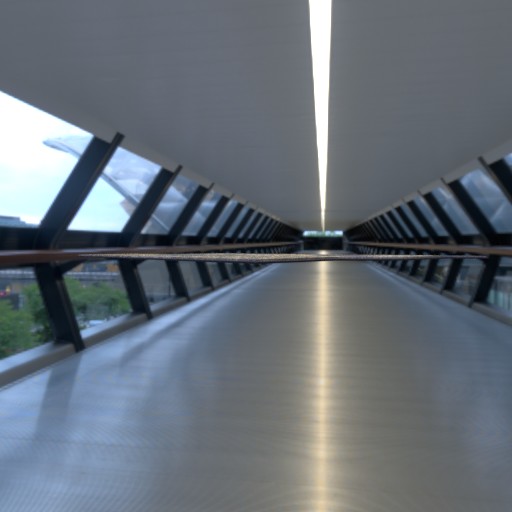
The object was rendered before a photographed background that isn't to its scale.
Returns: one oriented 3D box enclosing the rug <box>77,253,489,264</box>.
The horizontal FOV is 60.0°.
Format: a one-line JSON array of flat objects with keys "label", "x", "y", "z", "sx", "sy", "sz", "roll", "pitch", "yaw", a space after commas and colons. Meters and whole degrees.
[{"label": "rug", "x": 0.000, "y": 0.000, "z": 4.749, "sx": 2.716, "sy": 0.035, "sz": 3.612, "roll": -1, "pitch": 1, "yaw": -37}]
